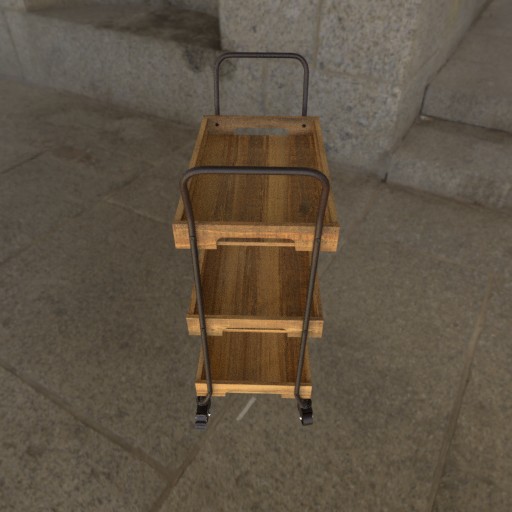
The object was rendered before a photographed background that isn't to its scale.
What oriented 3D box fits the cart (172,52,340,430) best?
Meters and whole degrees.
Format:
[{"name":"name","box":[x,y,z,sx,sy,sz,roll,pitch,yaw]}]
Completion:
[{"name":"cart","box":[0.000,0.000,1.177,0.339,0.857,0.583,1,41,1]}]
